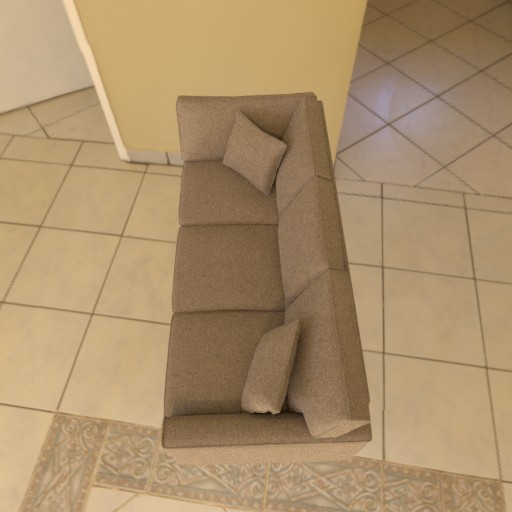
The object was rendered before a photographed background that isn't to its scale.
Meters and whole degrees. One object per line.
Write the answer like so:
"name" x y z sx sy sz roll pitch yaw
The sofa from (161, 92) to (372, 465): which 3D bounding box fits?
"sofa" 0.000 0.000 2.832 1.061 0.962 2.317 -1 58 -1
